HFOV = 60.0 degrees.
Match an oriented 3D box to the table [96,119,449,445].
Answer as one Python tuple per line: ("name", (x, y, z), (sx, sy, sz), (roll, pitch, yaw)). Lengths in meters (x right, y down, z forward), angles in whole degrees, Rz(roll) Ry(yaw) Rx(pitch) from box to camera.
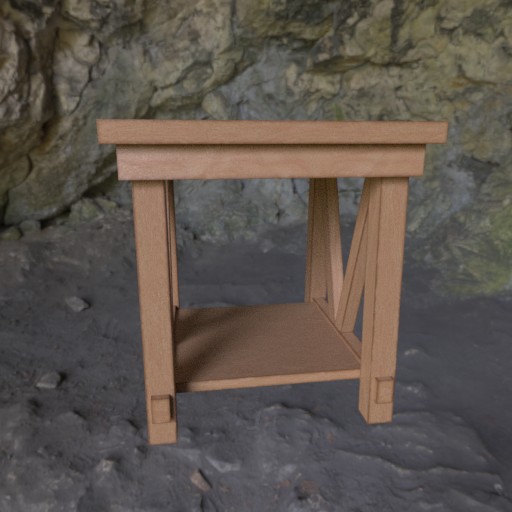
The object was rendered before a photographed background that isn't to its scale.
("table", (0.000, 0.000, 1.128), (0.610, 0.638, 0.612), (-2, 15, -8))
